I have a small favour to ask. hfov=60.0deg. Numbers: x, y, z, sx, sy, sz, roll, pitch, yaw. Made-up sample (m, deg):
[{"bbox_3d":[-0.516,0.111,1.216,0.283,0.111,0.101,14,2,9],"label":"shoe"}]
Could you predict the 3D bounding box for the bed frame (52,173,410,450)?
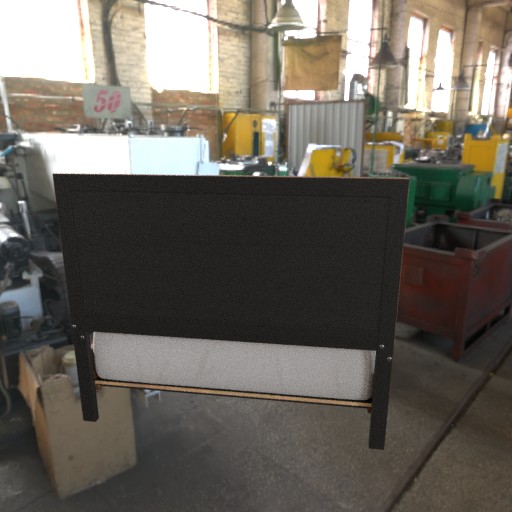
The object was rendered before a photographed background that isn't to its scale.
[{"bbox_3d":[0.000,0.000,3.337,1.696,1.417,2.276,2,16,8],"label":"bed frame"}]
